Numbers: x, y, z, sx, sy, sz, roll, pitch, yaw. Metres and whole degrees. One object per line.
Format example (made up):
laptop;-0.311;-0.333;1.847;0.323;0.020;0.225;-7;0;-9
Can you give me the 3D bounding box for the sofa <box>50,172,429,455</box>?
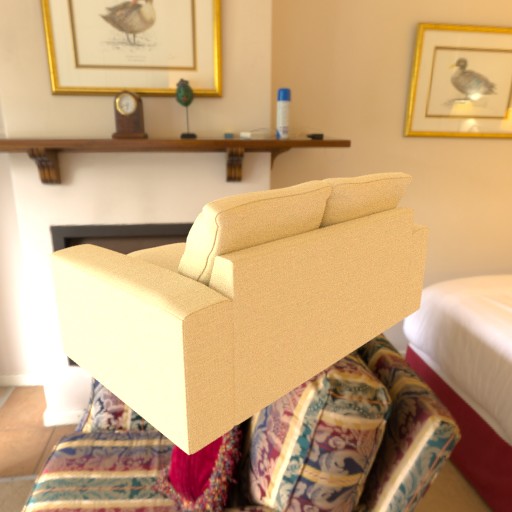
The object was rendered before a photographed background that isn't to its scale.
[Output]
sofa;0.000;0.000;2.343;1.091;0.875;1.754;16;23;42
